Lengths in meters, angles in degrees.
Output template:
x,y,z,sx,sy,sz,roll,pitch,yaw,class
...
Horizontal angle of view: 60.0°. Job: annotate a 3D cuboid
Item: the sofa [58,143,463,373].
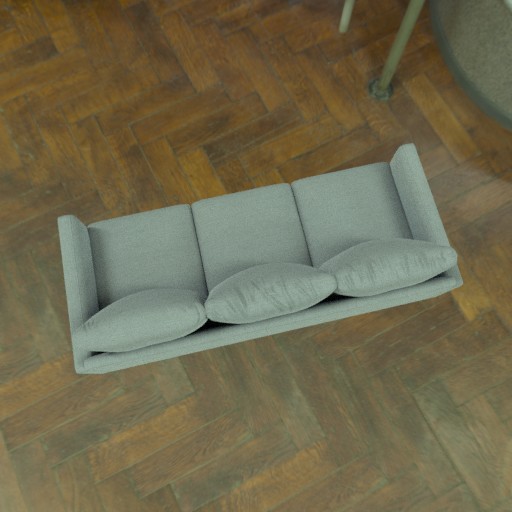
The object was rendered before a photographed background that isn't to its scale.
x,y,z,sx,sy,sz,roll,pitch,yaw,class
0.000,0.000,2.461,2.000,0.830,0.850,-12,75,-3,sofa
